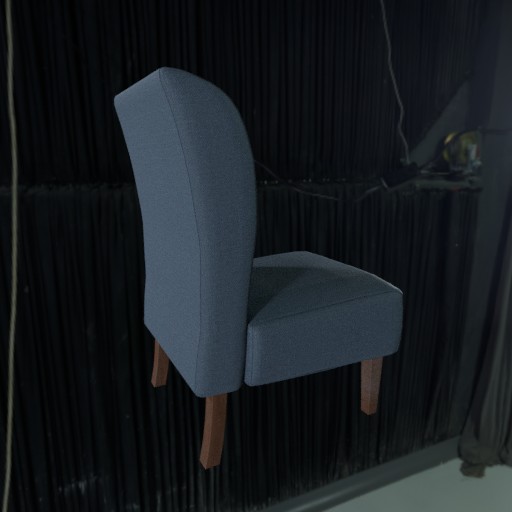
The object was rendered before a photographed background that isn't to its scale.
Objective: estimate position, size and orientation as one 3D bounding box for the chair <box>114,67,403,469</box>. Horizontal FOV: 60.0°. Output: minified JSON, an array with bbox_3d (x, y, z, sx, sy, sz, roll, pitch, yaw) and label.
[{"bbox_3d":[0.000,0.000,1.146,0.592,0.804,0.513,-7,15,-28],"label":"chair"}]
